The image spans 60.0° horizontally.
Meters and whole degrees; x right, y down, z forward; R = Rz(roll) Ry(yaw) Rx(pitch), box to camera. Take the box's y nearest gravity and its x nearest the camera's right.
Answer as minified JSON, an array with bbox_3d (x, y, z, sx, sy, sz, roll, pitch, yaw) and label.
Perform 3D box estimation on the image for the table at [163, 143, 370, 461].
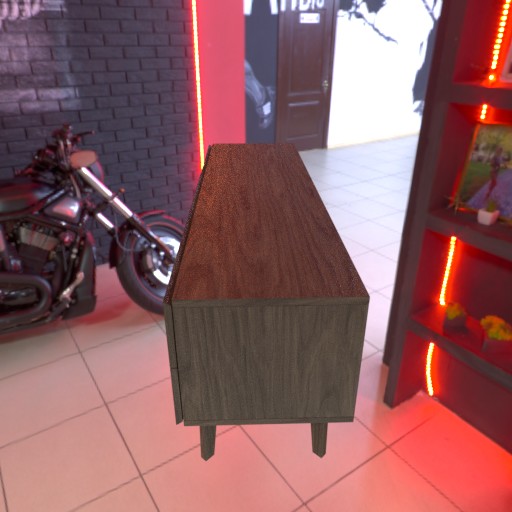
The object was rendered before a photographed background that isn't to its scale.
[{"bbox_3d":[0.000,0.000,1.600,0.405,0.508,1.397,-1,26,-2],"label":"table"}]
